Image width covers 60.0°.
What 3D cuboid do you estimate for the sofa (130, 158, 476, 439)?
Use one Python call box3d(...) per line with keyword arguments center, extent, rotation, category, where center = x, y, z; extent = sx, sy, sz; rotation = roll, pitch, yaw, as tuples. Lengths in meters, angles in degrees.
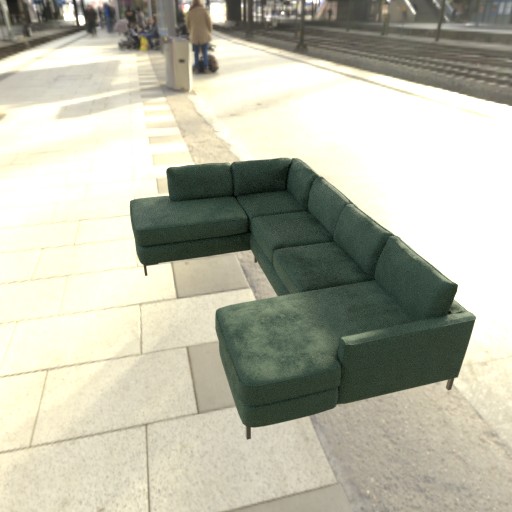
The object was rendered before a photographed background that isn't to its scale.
box3d(center=(0.000, 0.000, 3.780), extent=(1.992, 0.861, 2.994), rotation=(-8, 30, -14), category="sofa")
